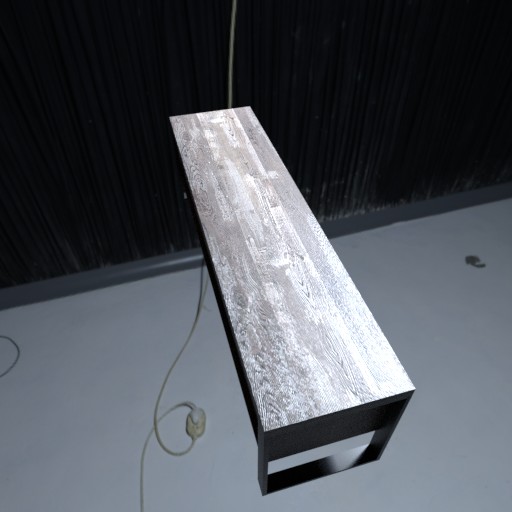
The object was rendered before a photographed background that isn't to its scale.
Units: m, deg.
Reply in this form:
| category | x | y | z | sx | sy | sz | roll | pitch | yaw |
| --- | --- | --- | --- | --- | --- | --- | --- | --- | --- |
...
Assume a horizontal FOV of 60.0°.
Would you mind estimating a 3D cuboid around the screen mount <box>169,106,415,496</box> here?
| category | x | y | z | sx | sy | sz | roll | pitch | yaw |
| --- | --- | --- | --- | --- | --- | --- | --- | --- | --- |
| screen mount | 0.000 | 0.000 | 1.717 | 0.395 | 0.450 | 1.524 | -11 | 46 | -11 |
